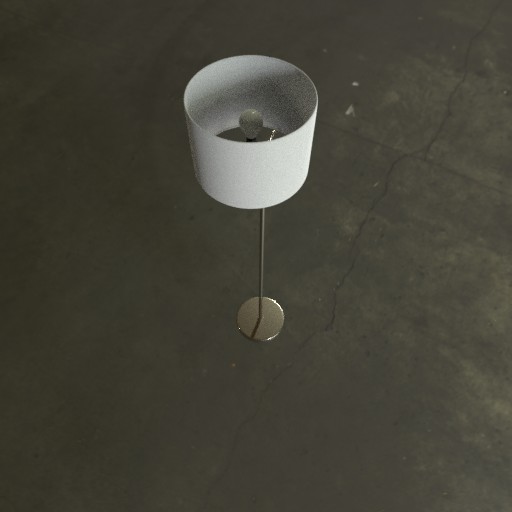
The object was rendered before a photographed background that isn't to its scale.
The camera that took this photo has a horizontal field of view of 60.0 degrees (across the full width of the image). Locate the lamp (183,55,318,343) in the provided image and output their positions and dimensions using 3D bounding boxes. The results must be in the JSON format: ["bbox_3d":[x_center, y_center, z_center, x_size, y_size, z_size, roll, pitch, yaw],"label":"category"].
[{"bbox_3d":[0.000,0.000,1.768,0.324,1.600,0.416,14,59,9],"label":"lamp"}]
